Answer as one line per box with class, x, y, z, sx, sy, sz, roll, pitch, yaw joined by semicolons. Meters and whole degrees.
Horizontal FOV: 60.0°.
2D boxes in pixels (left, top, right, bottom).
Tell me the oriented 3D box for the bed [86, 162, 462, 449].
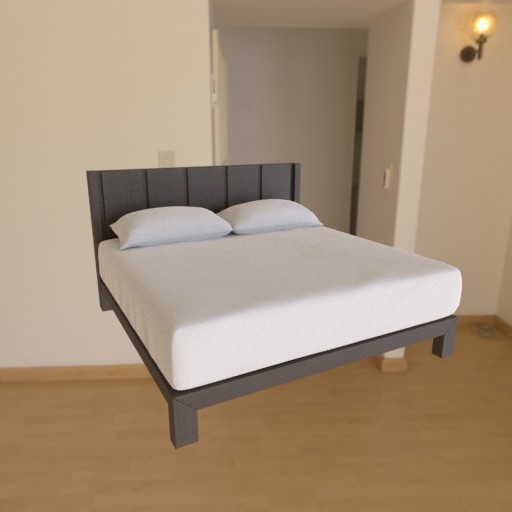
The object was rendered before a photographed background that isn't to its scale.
bed;0.000;0.000;3.540;2.143;1.261;2.238;-8;18;-27
